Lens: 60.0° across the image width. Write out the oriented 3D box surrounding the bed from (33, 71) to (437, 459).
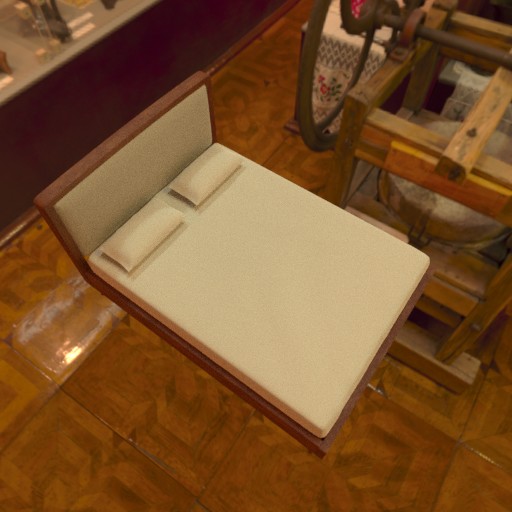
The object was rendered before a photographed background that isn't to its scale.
[{"bbox_3d":[0.000,0.000,3.187,2.196,1.275,1.587,32,63,18],"label":"bed"}]
